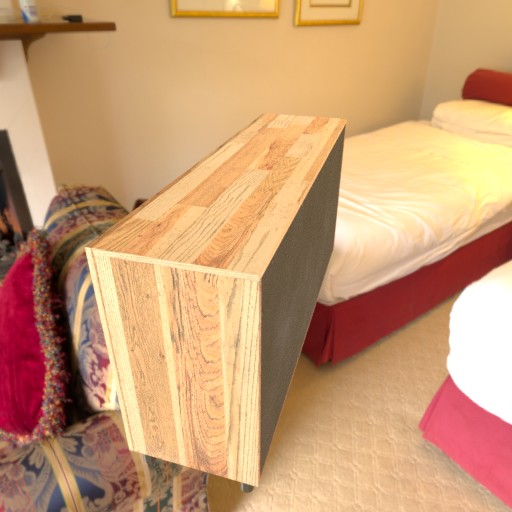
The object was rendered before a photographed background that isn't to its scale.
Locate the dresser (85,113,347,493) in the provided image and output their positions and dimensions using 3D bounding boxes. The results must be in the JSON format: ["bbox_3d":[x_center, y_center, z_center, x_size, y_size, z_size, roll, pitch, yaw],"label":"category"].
[{"bbox_3d":[0.000,0.000,1.872,0.487,0.834,1.547,9,31,15],"label":"dresser"}]
